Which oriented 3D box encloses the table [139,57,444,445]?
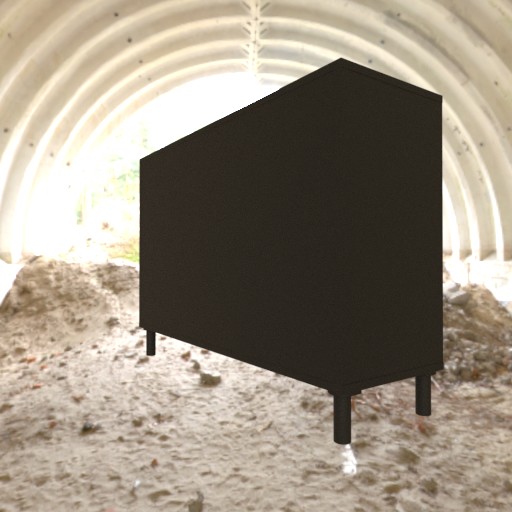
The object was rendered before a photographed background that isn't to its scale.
[{"bbox_3d":[0.000,0.000,1.566,0.400,0.855,1.200,0,-1,-35],"label":"table"}]
